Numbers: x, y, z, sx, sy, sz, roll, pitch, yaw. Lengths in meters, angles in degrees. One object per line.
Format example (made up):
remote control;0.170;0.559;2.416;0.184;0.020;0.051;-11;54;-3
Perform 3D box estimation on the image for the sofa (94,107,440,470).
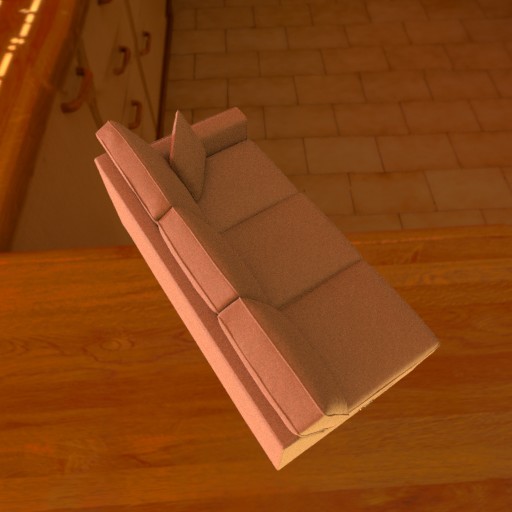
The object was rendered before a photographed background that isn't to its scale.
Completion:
sofa;0.000;0.000;2.547;1.034;0.946;1.963;-29;62;-17
